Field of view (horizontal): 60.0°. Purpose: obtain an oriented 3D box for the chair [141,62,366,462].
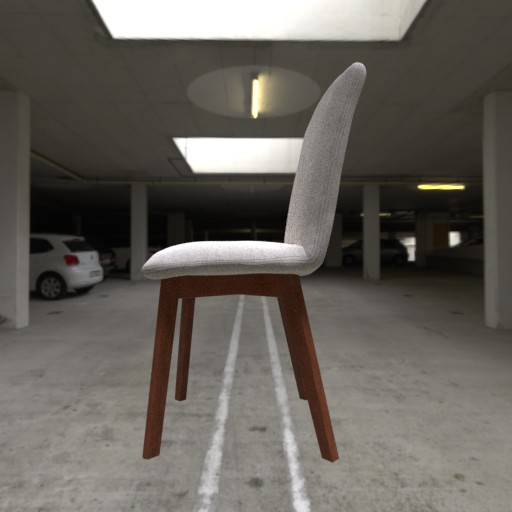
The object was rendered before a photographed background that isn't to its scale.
[{"bbox_3d":[0.000,0.000,1.299,0.563,0.974,0.522,0,-1,-1],"label":"chair"}]
